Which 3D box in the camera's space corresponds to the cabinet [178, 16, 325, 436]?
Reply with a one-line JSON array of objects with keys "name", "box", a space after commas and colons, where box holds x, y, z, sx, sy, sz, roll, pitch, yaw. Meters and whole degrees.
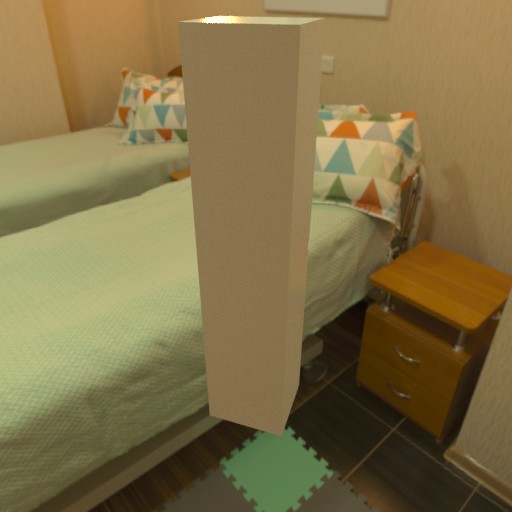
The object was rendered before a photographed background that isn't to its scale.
[{"name": "cabinet", "box": [0.000, 0.000, 1.486, 0.300, 1.400, 0.269, 10, 33, 16]}]
